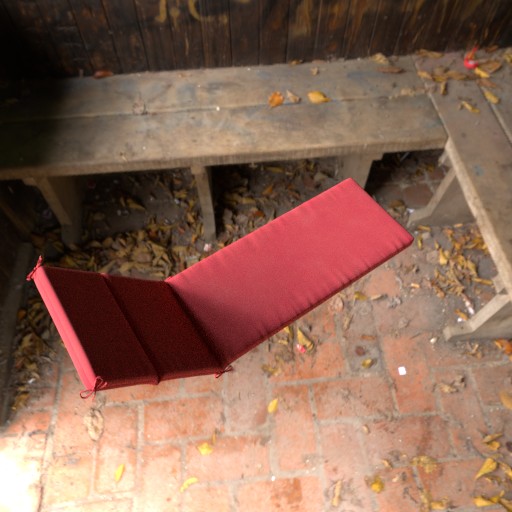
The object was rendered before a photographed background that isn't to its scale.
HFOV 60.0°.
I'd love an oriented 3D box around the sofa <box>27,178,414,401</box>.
[{"bbox_3d":[0.000,0.000,1.959,1.663,0.622,0.582,-30,63,-17],"label":"sofa"}]
